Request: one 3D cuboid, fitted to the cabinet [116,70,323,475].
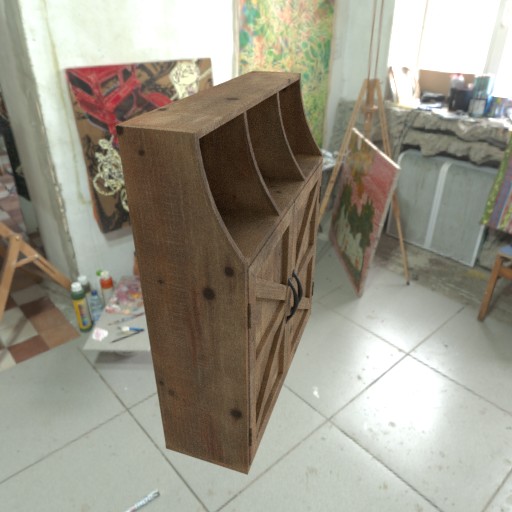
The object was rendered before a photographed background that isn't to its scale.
[{"bbox_3d":[0.000,0.000,0.846,0.184,0.590,0.489,10,32,16],"label":"cabinet"}]
